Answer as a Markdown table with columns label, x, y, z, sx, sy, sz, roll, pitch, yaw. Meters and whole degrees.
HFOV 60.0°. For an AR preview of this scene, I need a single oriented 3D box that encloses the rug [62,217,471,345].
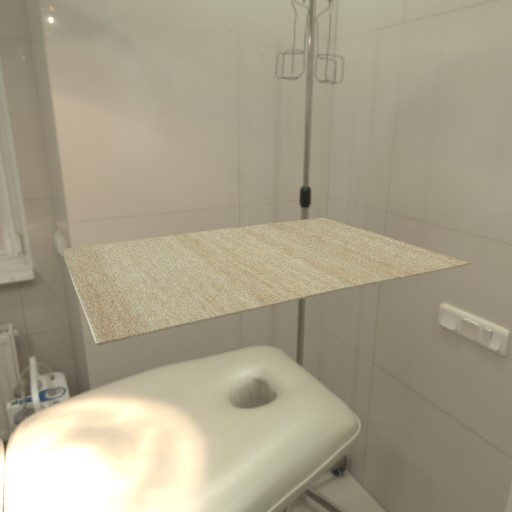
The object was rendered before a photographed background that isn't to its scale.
| label | x | y | z | sx | sy | sz | roll | pitch | yaw |
| --- | --- | --- | --- | --- | --- | --- | --- | --- | --- |
| rug | 0.000 | 0.000 | 3.038 | 2.346 | 0.029 | 1.574 | -9 | 19 | -26 |
